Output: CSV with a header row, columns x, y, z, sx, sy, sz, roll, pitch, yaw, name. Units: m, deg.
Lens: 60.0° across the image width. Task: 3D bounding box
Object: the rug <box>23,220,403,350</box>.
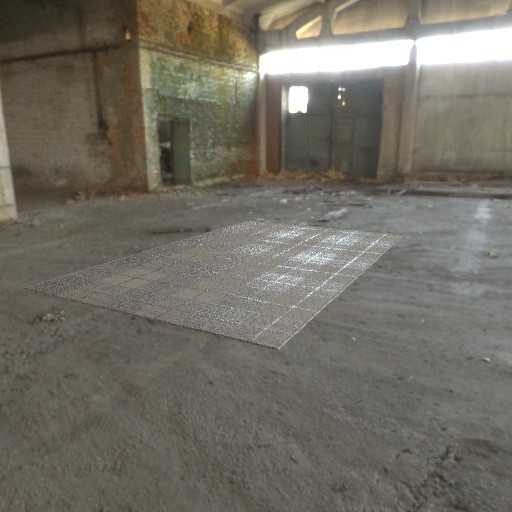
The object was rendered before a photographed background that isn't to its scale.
x,y,z,sx,sy,sz,roll,pitch,yaw,name
0.000,0.000,3.097,1.549,0.010,2.464,8,16,27,rug
